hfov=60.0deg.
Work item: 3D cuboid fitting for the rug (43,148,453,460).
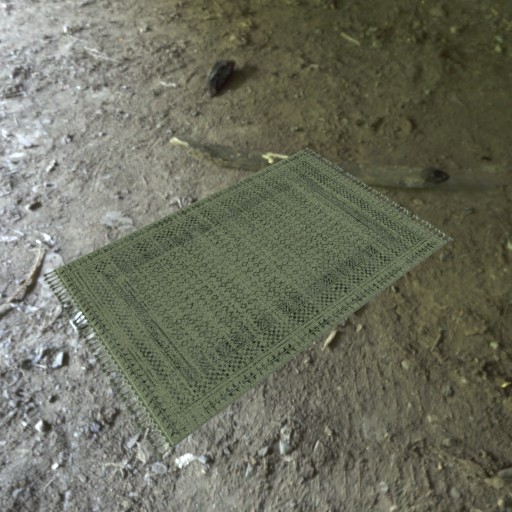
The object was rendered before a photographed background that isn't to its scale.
[{"bbox_3d":[0.000,0.000,3.101,2.486,0.013,1.548,-30,53,-26],"label":"rug"}]
